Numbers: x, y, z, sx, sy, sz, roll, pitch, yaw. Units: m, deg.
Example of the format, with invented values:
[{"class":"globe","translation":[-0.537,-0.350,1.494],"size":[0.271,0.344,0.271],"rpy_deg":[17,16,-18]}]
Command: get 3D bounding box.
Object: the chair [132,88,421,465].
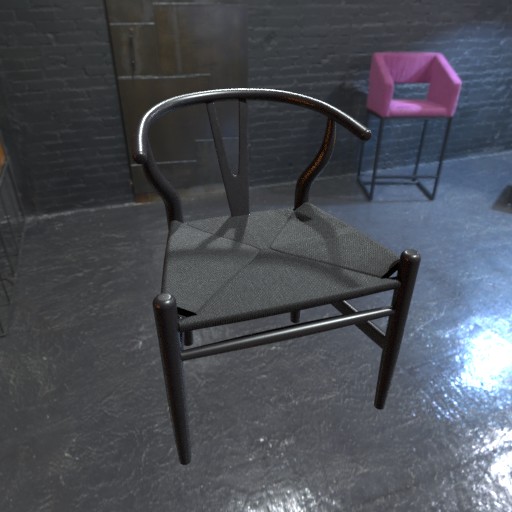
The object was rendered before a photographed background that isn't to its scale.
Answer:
[{"class":"chair","translation":[0.000,0.000,1.155],"size":[0.569,0.730,0.579],"rpy_deg":[-9,32,-15]}]
